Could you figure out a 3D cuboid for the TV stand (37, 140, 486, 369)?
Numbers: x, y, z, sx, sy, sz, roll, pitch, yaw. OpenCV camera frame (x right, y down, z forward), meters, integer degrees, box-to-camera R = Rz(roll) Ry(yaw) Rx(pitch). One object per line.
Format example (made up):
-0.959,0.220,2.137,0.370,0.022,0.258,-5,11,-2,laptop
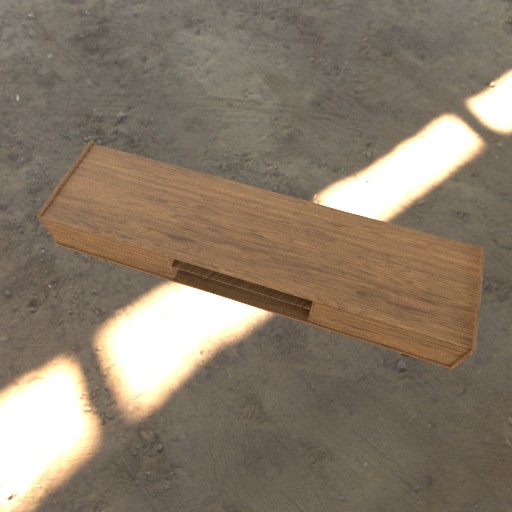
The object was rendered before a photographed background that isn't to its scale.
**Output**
0.000,0.000,1.997,1.796,0.415,0.467,16,61,10,TV stand
